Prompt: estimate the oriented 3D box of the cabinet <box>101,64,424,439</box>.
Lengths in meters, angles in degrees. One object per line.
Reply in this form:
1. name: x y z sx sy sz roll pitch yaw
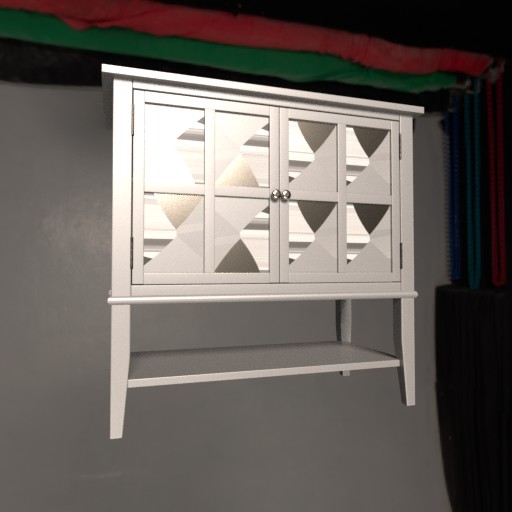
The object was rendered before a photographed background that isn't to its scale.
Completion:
1. cabinet: 0.000 0.000 1.218 0.801 0.780 0.396 1 -2 -18
